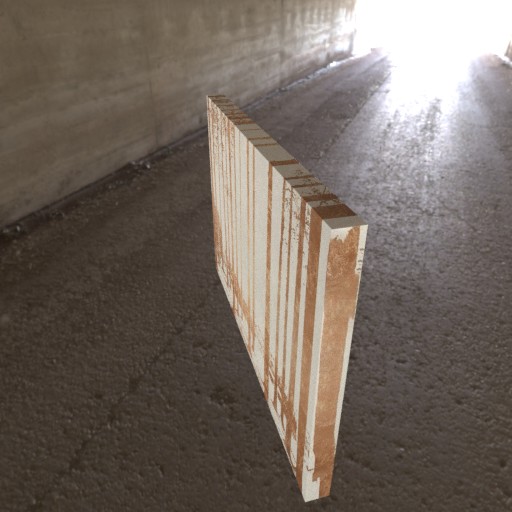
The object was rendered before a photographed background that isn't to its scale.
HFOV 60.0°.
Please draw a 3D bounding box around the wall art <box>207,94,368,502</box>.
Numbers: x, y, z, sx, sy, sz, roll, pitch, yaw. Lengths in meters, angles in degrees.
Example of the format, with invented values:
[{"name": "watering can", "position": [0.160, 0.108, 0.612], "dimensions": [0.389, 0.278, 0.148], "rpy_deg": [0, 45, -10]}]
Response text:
[{"name": "wall art", "position": [0.000, 0.000, 0.740], "dimensions": [0.035, 0.405, 0.609], "rpy_deg": [-8, 32, -13]}]
